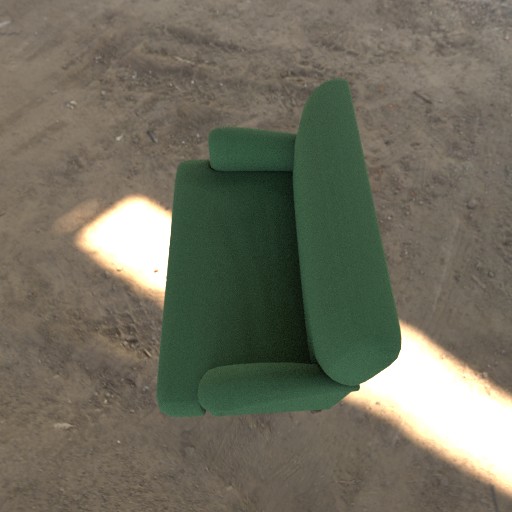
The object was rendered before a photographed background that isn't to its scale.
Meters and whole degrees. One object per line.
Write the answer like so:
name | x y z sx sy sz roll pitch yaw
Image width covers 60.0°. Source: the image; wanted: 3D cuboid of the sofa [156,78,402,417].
sofa | 0.000 0.000 1.859 0.779 0.889 1.297 -1 58 -1
